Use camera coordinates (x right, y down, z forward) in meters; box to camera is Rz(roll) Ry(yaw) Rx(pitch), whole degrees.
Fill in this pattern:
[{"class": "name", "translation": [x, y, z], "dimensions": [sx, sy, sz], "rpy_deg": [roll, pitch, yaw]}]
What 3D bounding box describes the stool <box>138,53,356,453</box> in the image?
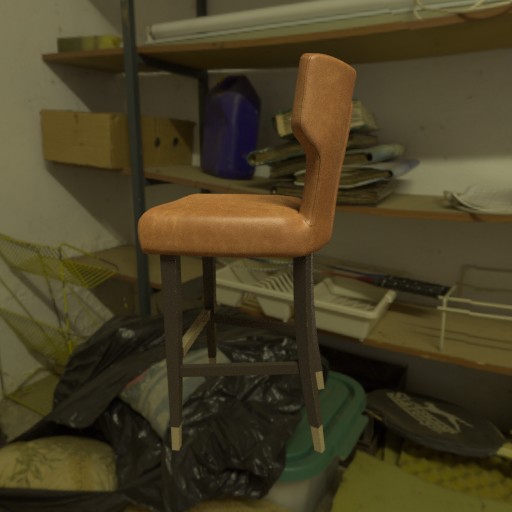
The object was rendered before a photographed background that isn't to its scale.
[{"class": "stool", "translation": [0.000, 0.000, 1.397], "dimensions": [0.563, 1.092, 0.526], "rpy_deg": [2, 13, 8]}]
